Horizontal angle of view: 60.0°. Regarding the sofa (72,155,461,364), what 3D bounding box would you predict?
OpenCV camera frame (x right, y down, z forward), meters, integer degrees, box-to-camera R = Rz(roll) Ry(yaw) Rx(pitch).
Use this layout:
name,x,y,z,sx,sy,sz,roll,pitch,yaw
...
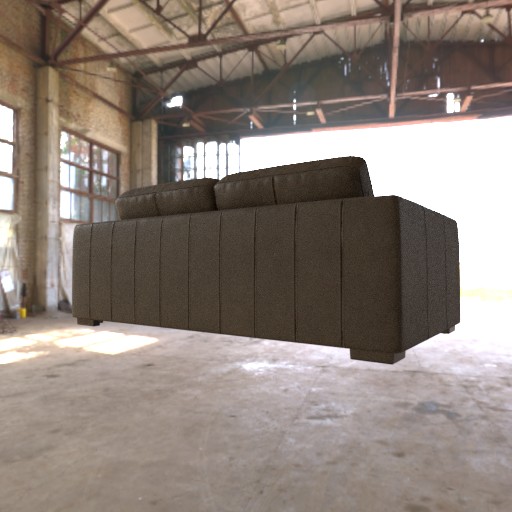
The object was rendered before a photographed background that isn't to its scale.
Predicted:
name,x,y,z,sx,sy,sz,roll,pitch,yaw
sofa,0.000,0.000,2.462,1.920,0.800,1.070,-1,-2,35
